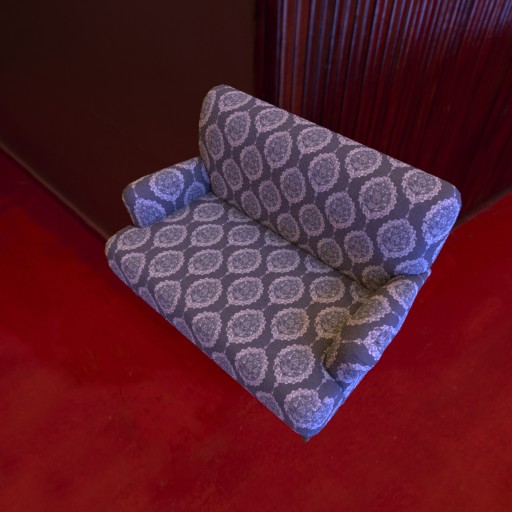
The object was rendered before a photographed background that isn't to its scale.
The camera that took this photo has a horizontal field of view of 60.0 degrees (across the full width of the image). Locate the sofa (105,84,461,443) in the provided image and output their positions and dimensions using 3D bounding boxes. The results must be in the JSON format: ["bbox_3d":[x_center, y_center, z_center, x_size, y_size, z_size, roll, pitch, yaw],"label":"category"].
[{"bbox_3d":[0.000,0.000,1.832,1.297,0.867,0.779,34,55,28],"label":"sofa"}]
